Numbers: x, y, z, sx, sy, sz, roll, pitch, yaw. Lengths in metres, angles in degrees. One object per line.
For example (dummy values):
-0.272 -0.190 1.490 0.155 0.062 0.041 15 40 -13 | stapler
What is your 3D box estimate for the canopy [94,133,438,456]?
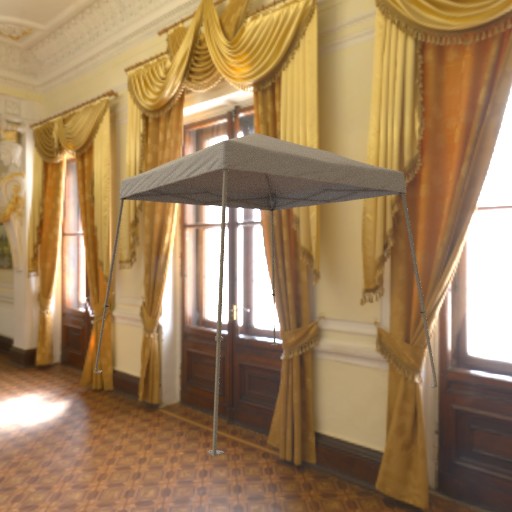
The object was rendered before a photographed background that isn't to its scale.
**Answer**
0.000 0.000 6.499 3.599 3.600 3.600 0 0 -36 | canopy
